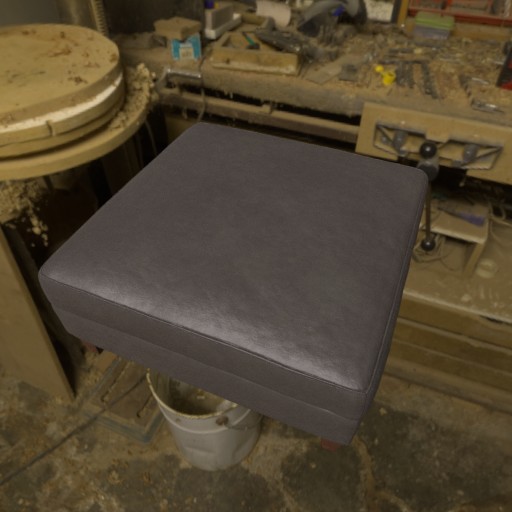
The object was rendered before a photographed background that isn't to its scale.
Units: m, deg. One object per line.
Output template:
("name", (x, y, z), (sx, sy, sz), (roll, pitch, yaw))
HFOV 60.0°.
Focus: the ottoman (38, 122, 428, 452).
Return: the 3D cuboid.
("ottoman", (0.000, 0.000, 1.314), (0.844, 0.415, 0.836), (17, 47, 16))
